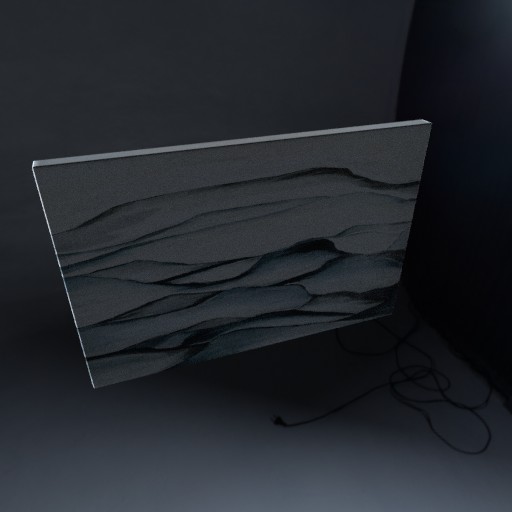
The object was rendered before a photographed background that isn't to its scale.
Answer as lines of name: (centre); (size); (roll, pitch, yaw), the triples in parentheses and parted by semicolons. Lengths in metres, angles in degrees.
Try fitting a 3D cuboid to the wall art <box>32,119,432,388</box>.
wall art: (0.000, 0.000, 1.145); (0.914, 0.609, 0.039); (-11, 33, -16)
